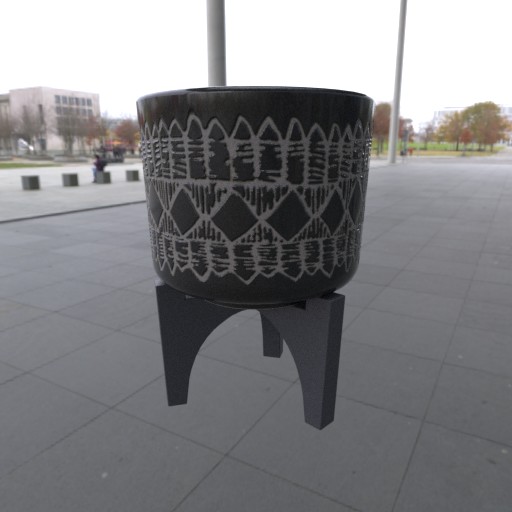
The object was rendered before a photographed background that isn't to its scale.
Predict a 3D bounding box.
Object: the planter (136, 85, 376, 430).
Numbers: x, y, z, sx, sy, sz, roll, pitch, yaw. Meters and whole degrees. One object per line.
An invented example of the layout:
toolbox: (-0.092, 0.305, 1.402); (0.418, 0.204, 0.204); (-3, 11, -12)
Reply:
planter: (0.000, 0.000, 0.267); (0.129, 0.177, 0.129); (0, 14, 0)
